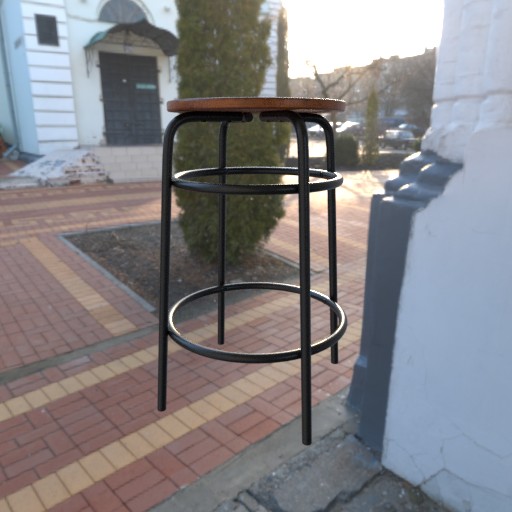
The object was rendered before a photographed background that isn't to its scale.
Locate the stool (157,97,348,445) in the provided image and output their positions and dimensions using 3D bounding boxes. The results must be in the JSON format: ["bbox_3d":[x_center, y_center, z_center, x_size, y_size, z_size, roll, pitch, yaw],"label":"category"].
[{"bbox_3d":[0.000,0.000,0.930,0.455,0.610,0.455,-8,18,-25],"label":"stool"}]
